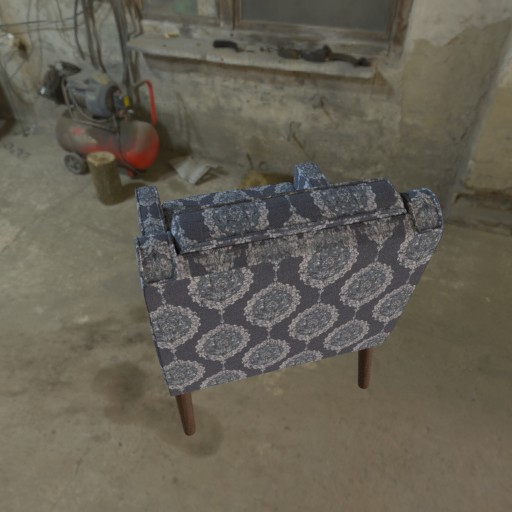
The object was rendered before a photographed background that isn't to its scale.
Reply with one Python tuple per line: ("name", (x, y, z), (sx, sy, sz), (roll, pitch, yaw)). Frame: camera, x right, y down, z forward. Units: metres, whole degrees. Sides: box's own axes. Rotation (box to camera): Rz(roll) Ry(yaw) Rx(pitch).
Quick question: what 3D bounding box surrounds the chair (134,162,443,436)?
("chair", (0.000, 0.000, 1.363), (0.663, 0.792, 0.743), (-11, 42, -12))
